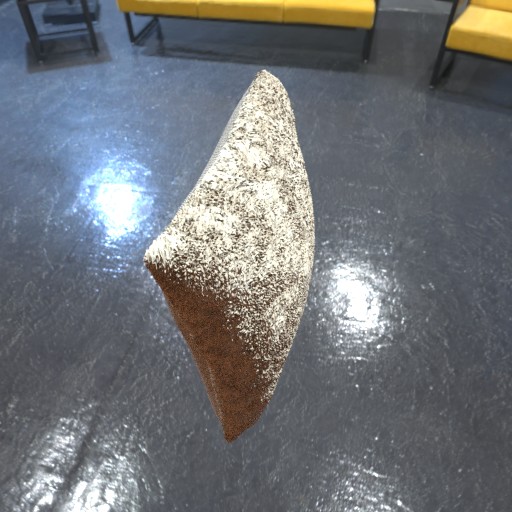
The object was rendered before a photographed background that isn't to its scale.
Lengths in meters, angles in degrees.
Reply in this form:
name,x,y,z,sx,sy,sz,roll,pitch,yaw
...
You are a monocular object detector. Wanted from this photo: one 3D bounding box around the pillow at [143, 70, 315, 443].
name,x,y,z,sx,sy,sz,roll,pitch,yaw
pillow,0.000,0.000,0.843,0.218,0.515,0.529,11,48,10
